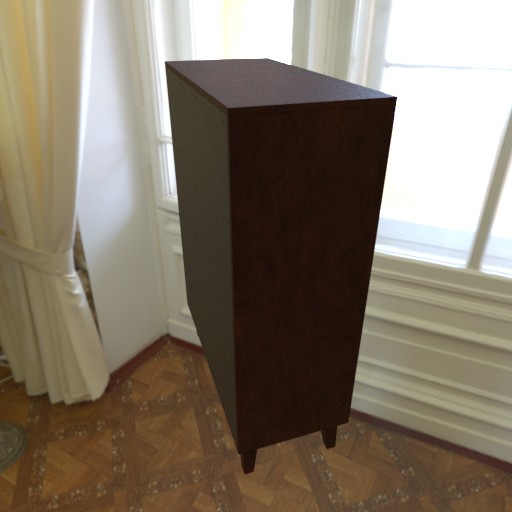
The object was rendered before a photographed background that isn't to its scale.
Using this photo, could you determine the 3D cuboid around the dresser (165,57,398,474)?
[{"bbox_3d":[0.000,0.000,1.983,0.506,1.514,1.072,-9,31,-16],"label":"dresser"}]
